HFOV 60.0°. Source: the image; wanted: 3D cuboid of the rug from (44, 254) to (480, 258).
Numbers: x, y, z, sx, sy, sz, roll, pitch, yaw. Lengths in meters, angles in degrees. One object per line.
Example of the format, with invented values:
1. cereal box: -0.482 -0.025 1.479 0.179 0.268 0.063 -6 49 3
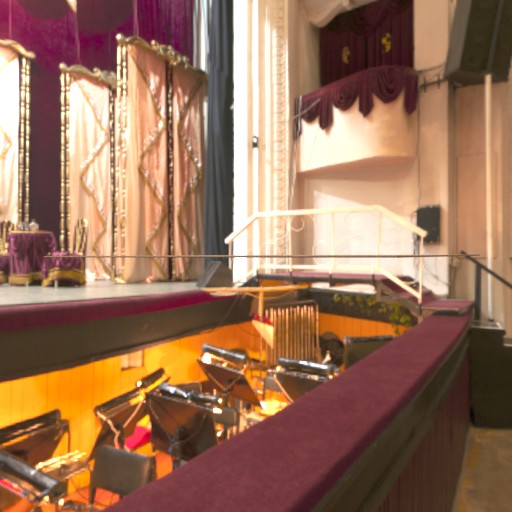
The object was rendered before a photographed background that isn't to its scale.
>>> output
1. rug: 0.000 0.000 2.118 1.749 0.015 1.141 0 0 36
